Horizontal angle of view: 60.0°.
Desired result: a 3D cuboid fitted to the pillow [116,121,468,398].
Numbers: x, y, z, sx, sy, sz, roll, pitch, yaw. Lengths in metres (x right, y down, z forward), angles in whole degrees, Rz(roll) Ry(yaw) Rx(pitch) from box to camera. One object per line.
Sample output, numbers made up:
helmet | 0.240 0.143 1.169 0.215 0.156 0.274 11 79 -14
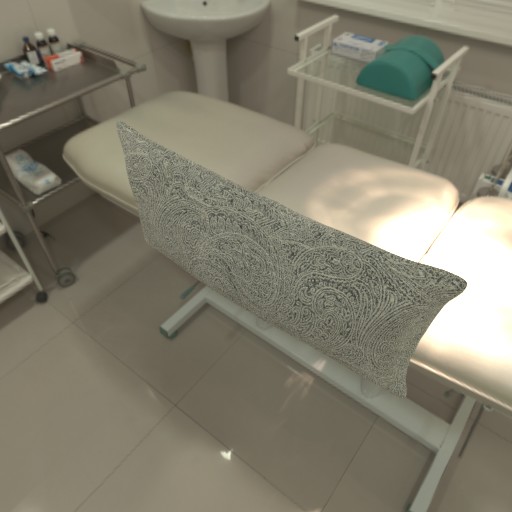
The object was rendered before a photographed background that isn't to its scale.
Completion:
pillow | 0.000 0.000 0.745 0.615 0.295 0.151 29 52 25
